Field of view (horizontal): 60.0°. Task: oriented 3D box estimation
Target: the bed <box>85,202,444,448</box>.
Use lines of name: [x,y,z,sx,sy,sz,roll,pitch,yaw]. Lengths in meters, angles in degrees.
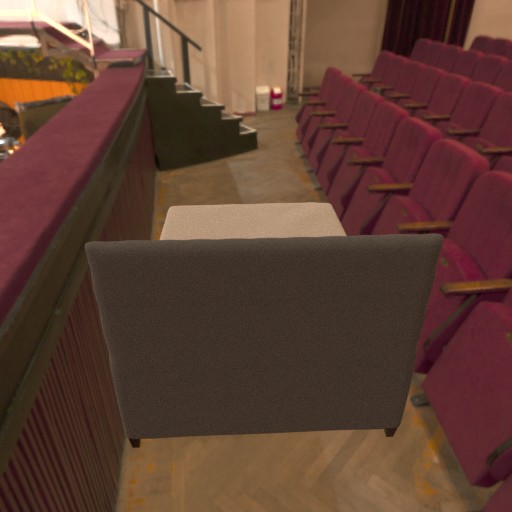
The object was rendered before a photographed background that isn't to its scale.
bed: [0.000,0.000,3.348,1.698,1.427,2.231,-1,30,-2]
